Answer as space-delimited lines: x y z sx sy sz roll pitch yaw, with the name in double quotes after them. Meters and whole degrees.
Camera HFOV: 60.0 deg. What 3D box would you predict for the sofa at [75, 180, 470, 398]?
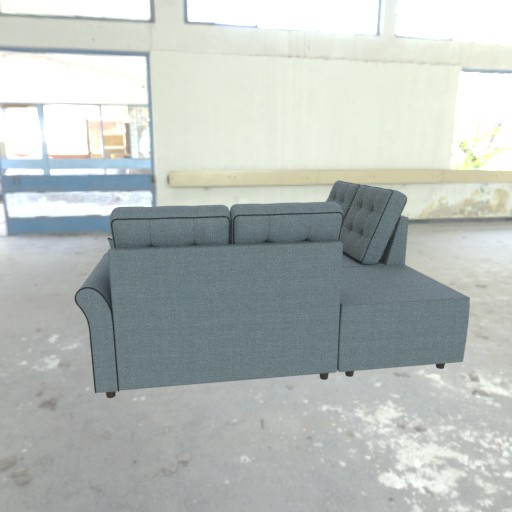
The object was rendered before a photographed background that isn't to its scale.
0.000 0.000 3.255 2.070 0.988 2.068 -2 14 -9 "sofa"
